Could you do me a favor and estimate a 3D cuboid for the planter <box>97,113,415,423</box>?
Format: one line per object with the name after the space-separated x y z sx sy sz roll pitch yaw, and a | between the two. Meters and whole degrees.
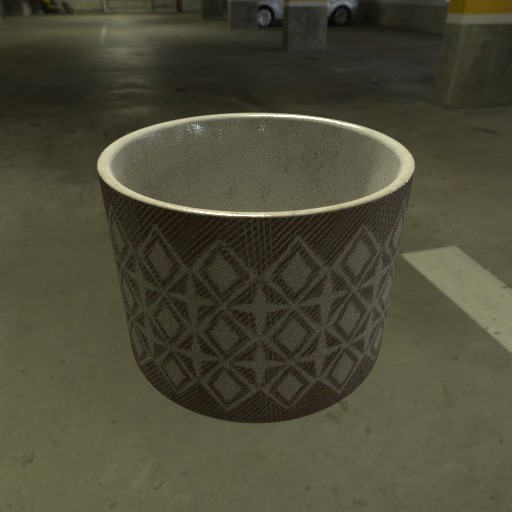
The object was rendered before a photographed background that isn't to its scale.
0.000 0.000 0.211 0.126 0.104 0.126 0 31 0 | planter
